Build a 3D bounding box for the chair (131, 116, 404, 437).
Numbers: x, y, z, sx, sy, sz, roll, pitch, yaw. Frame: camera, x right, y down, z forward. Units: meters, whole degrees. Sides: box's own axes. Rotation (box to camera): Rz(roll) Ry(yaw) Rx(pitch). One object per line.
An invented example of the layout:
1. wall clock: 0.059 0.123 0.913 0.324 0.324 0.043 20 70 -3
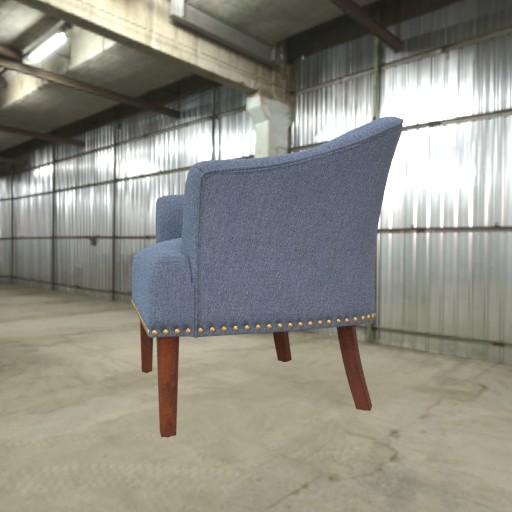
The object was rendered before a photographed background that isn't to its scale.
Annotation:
1. chair: 0.000 0.000 1.355 0.704 0.815 0.772 0 1 -19
